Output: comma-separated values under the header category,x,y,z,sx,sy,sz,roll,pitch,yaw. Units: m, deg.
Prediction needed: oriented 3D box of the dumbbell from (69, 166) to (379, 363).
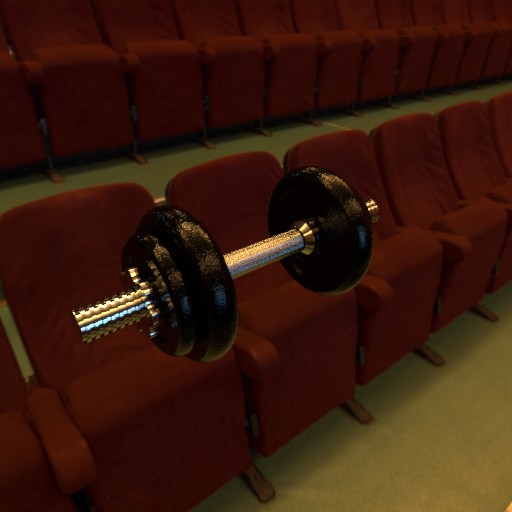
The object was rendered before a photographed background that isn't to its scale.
category,x,y,z,sx,sy,sz,roll,pitch,yaw
dumbbell,0.000,0.000,0.612,0.497,0.202,0.202,-22,36,-33
